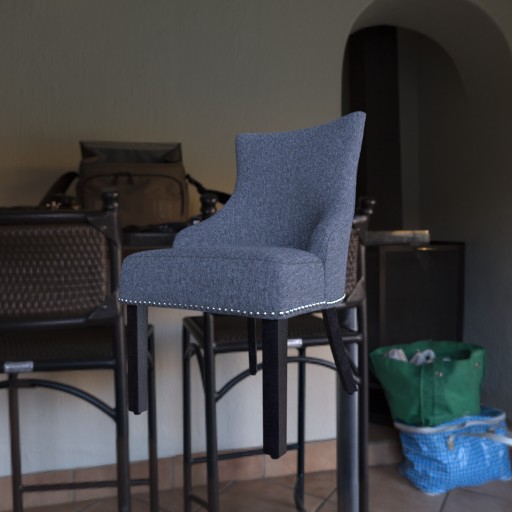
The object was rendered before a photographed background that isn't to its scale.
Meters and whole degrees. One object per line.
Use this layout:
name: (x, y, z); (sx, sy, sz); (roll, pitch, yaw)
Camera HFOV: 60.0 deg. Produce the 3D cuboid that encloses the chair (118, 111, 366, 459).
chair: (0.000, 0.000, 1.346); (0.566, 0.909, 0.629); (0, 1, 35)
